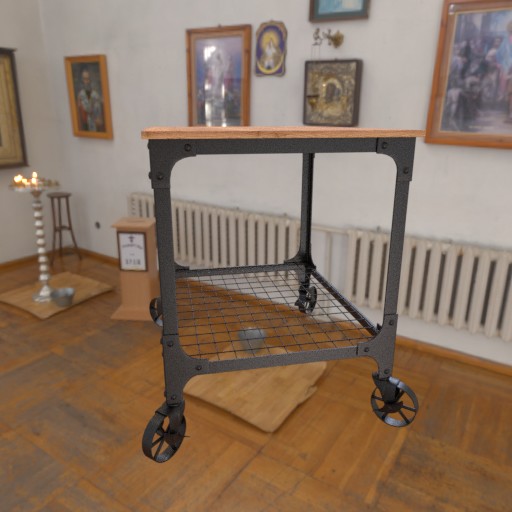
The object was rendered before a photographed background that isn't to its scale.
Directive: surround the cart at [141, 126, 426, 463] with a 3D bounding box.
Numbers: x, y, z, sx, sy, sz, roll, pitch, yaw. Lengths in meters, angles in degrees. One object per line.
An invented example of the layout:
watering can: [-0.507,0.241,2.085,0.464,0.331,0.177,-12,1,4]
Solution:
cart: [0.000,0.000,1.088,0.558,0.603,0.666,-3,17,-11]
